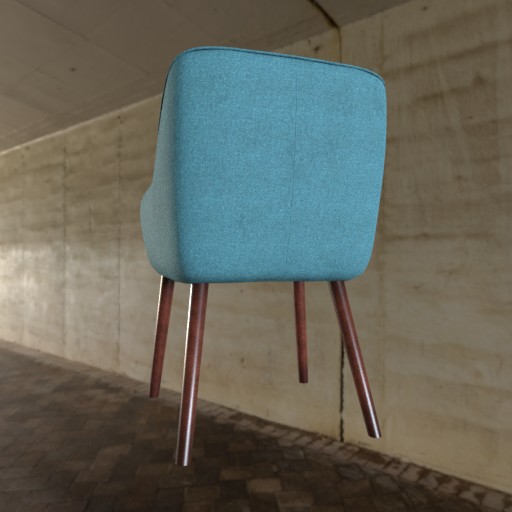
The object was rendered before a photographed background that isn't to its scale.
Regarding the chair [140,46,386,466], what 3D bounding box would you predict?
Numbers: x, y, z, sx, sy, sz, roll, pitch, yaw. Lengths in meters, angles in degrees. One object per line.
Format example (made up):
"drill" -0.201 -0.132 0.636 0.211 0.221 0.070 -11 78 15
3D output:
"chair" 0.000 0.000 1.120 0.543 0.803 0.519 0 0 -18
